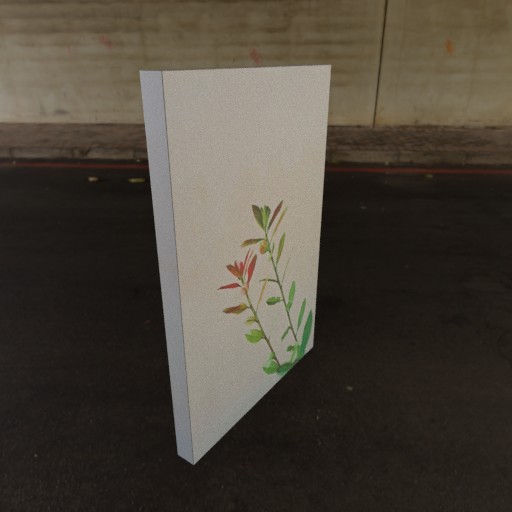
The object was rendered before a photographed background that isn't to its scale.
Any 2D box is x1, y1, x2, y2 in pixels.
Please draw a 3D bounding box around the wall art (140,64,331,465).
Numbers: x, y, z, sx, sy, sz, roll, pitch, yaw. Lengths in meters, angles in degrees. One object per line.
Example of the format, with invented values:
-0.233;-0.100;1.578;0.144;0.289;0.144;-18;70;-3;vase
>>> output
0.000;0.000;0.778;0.038;0.611;0.408;17;29;32;wall art
